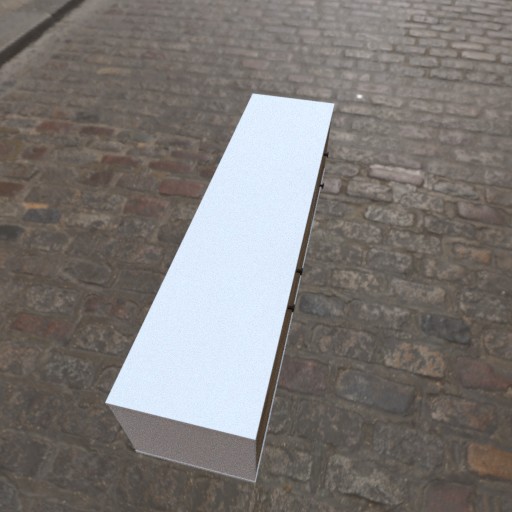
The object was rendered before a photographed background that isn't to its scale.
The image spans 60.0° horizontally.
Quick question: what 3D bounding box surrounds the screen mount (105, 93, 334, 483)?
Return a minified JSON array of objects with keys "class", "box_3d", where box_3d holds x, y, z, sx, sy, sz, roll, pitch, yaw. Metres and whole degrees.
[{"class":"screen mount","box_3d":[0.000,0.000,1.821,0.418,0.520,1.600,10,50,9]}]
